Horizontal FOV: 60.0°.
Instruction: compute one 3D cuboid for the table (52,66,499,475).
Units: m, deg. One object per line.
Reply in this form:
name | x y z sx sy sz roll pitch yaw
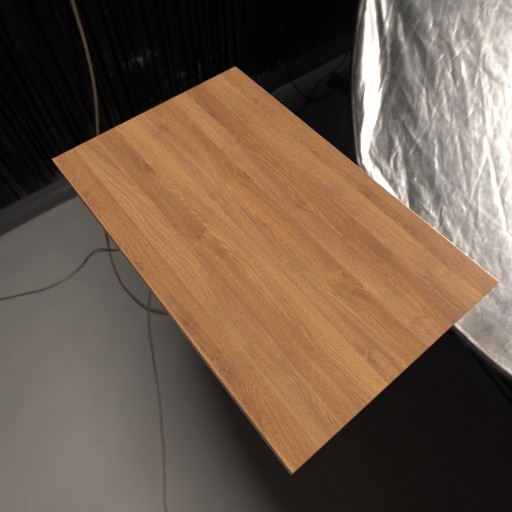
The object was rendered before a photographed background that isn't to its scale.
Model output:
table | 0.000 0.000 1.420 0.700 0.442 1.100 -35 65 -19
